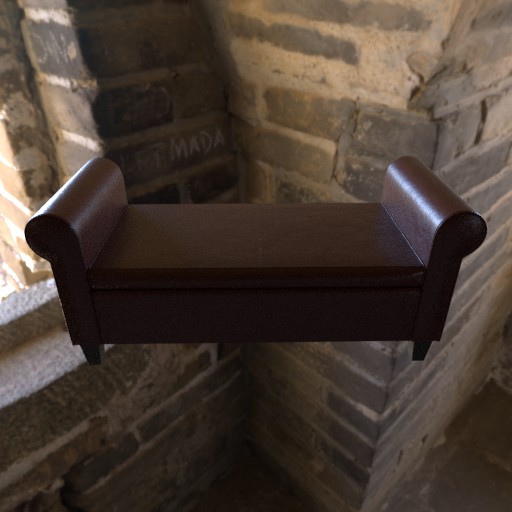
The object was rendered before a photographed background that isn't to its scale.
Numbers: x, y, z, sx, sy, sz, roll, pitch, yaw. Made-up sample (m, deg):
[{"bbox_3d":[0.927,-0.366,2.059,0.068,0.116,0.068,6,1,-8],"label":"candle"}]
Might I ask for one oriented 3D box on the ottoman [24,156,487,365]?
[{"bbox_3d":[0.000,0.000,1.521,1.256,0.547,0.521,0,30,-1],"label":"ottoman"}]
